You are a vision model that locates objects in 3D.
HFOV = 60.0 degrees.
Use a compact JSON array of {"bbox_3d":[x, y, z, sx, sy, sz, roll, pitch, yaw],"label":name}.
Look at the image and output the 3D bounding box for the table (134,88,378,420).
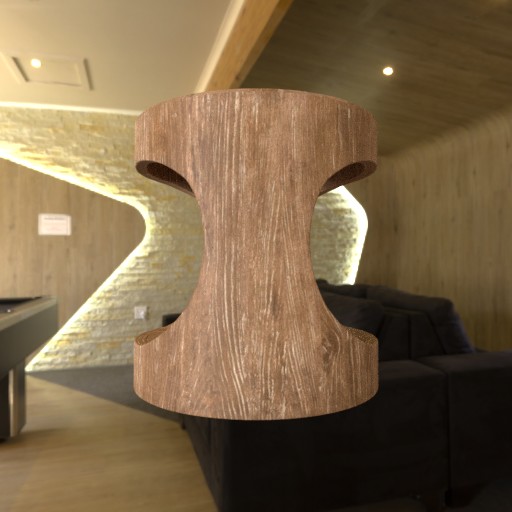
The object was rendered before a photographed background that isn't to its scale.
[{"bbox_3d":[0.000,0.000,0.996,0.527,0.551,0.527,0,-1,0],"label":"table"}]
